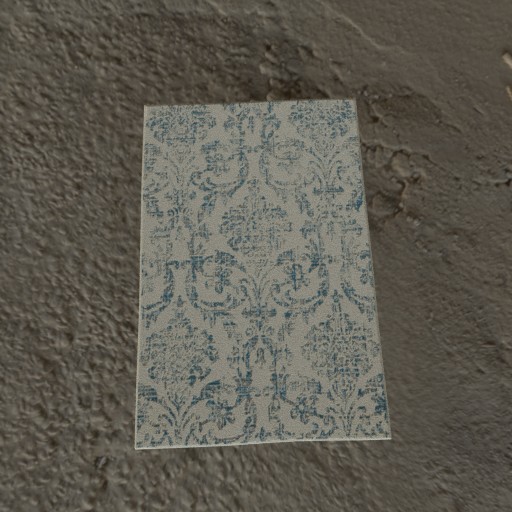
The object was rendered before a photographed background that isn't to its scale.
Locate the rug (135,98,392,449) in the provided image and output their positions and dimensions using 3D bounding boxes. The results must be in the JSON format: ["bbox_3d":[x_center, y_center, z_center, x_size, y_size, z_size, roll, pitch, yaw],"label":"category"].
[{"bbox_3d":[0.000,0.000,2.315,1.213,0.012,1.831,-2,76,-1],"label":"rug"}]
